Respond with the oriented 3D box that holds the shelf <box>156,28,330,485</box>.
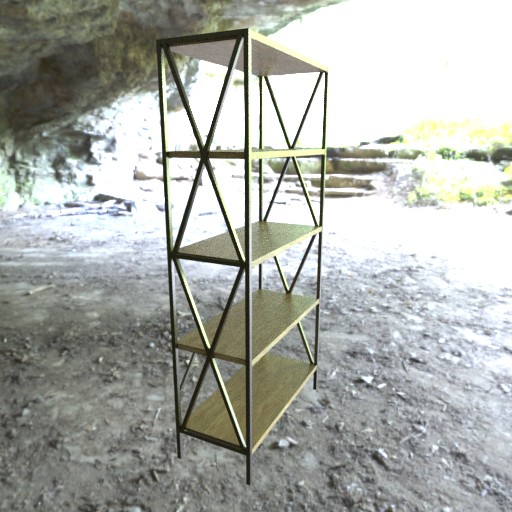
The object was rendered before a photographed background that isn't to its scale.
[{"bbox_3d":[0.000,0.000,2.153,0.386,1.803,0.874,7,16,26],"label":"shelf"}]
